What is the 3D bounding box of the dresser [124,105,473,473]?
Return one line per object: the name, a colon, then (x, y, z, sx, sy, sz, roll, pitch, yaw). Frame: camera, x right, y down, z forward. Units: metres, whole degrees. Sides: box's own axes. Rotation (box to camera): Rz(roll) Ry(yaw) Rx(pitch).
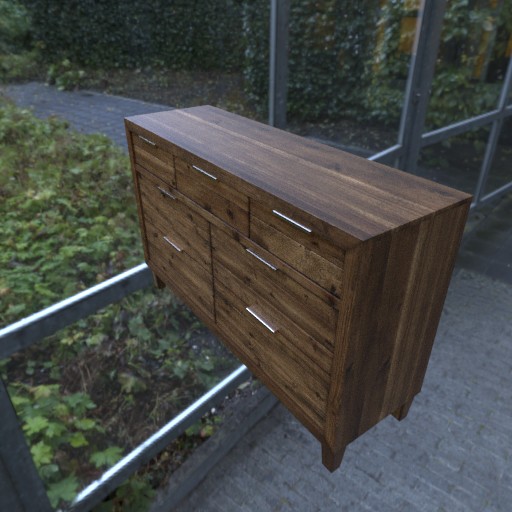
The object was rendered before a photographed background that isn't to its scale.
dresser: (0.000, 0.000, 1.791, 0.438, 0.892, 1.387, -20, 36, -30)
